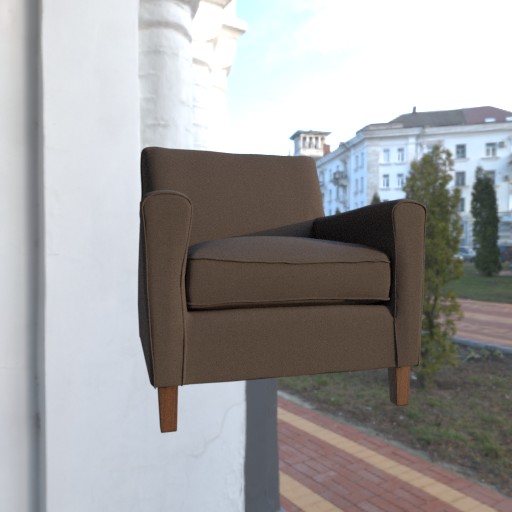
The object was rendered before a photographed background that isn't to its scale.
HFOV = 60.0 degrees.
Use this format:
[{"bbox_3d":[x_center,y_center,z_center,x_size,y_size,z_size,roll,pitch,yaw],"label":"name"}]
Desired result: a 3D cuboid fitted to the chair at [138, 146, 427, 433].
[{"bbox_3d":[0.000,0.000,1.610,0.836,0.911,0.831,0,1,-16],"label":"chair"}]
